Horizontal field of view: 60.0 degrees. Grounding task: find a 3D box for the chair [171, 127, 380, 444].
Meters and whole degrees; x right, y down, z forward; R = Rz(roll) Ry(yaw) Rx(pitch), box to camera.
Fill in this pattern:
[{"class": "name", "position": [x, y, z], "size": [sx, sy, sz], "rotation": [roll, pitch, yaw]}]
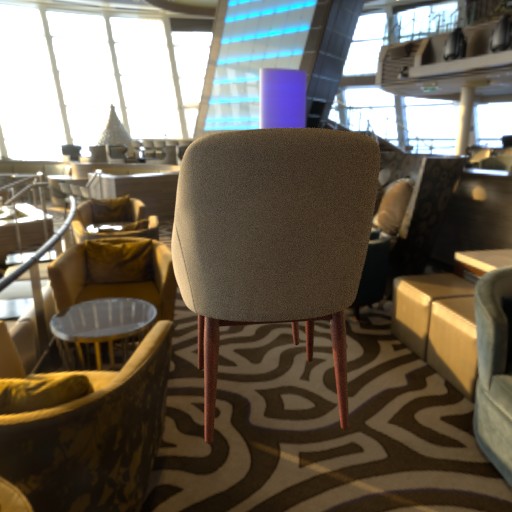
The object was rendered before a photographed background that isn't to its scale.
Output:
[{"class": "chair", "position": [0.000, 0.000, 1.606], "size": [0.584, 0.866, 1.114], "rotation": [-2, 15, -8]}]
